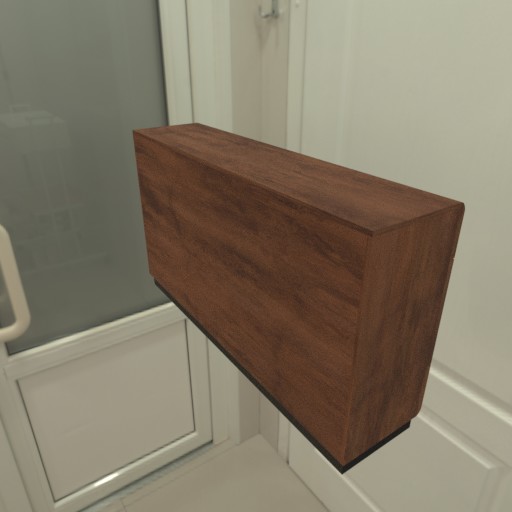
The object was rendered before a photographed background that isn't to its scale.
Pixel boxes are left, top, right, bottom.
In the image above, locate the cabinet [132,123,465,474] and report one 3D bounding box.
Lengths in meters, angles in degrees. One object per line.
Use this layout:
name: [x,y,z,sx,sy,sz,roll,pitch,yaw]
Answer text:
cabinet: [0.000,0.000,1.971,0.420,0.900,1.600,-17,31,-31]
